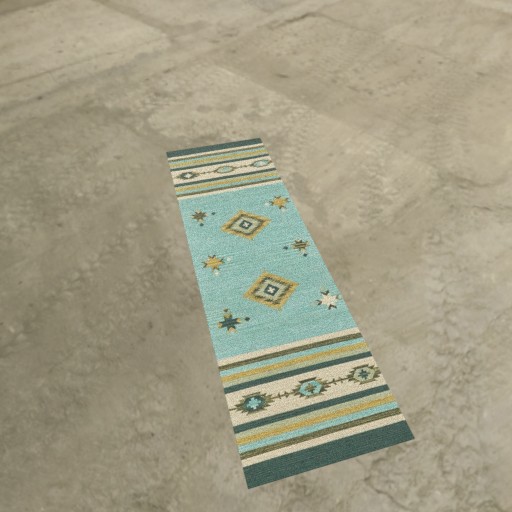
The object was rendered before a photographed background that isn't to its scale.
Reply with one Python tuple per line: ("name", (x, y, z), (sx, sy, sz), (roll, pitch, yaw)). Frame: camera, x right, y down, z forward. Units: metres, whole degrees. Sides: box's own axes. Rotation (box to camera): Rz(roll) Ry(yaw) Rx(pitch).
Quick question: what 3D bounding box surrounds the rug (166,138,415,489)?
("rug", (0.000, 0.000, 2.645), (0.744, 0.010, 2.441), (-11, 48, -10))
